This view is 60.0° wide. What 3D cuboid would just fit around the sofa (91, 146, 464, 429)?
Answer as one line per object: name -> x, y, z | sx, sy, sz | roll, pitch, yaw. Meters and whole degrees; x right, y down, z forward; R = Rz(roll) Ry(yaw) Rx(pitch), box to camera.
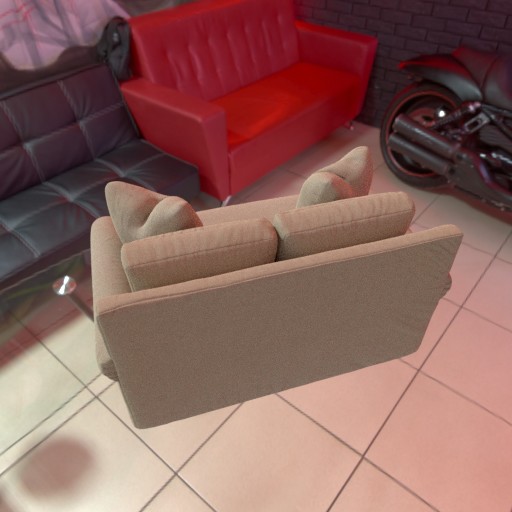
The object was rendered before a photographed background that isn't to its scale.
sofa -> 0.000, 0.000, 2.210 | 1.550, 0.905, 1.070 | -12, 43, -13
